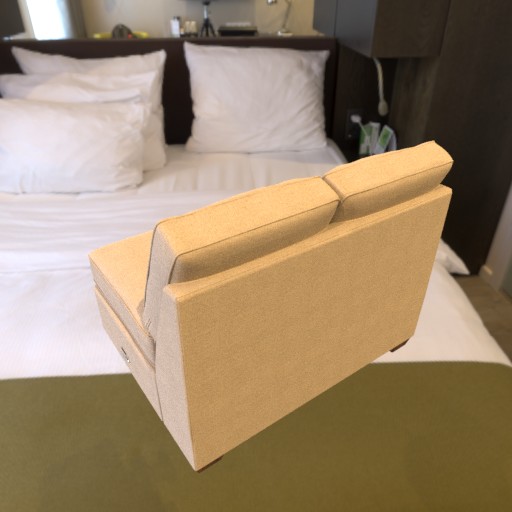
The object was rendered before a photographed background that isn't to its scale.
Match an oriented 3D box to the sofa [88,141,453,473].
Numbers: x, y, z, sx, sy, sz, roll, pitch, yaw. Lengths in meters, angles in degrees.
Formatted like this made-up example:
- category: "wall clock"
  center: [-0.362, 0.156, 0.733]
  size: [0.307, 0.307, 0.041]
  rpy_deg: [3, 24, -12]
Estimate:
- category: "sofa"
  center: [0.000, 0.000, 1.956]
  size: [1.232, 1.006, 0.978]
  rpy_deg: [-21, 38, -30]
